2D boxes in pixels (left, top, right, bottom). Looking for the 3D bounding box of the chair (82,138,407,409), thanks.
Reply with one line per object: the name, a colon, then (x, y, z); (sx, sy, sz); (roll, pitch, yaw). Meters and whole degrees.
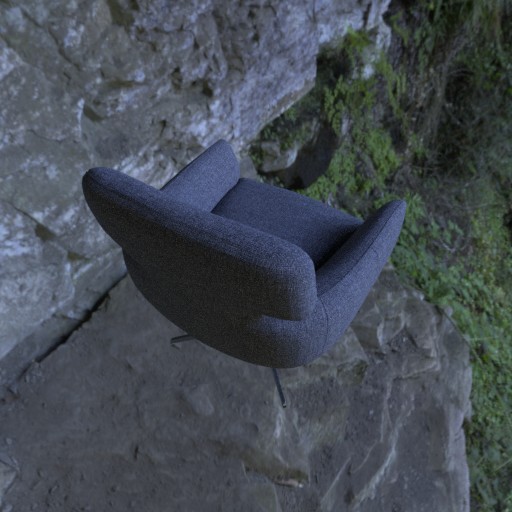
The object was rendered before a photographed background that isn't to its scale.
chair: (0.000, 0.000, 1.363); (0.706, 0.812, 0.715); (24, 51, 21)
